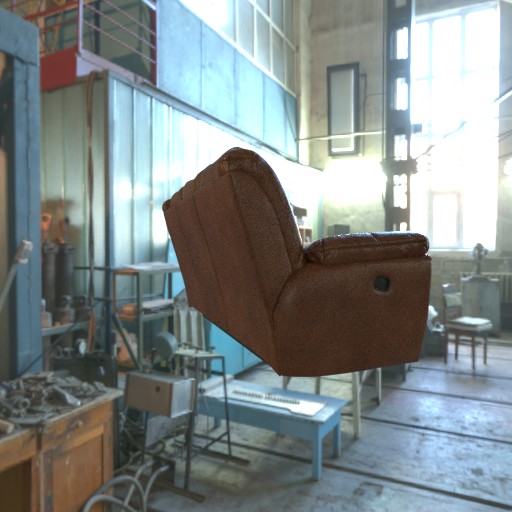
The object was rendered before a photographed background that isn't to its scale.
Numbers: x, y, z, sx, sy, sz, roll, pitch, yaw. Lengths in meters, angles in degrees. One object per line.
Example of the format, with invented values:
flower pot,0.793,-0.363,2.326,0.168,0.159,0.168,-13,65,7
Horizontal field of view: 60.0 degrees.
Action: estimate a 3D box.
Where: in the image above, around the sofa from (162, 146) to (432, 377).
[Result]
sofa,0.000,0.000,2.929,0.991,1.043,2.337,0,1,-18
